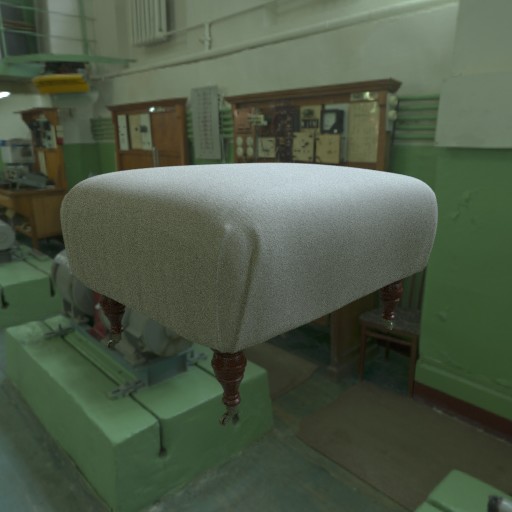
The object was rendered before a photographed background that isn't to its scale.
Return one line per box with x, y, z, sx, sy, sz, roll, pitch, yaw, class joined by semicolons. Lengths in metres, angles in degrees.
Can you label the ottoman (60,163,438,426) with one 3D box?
0.000;0.000;1.106;0.746;0.450;0.639;-14;20;-43;ottoman
